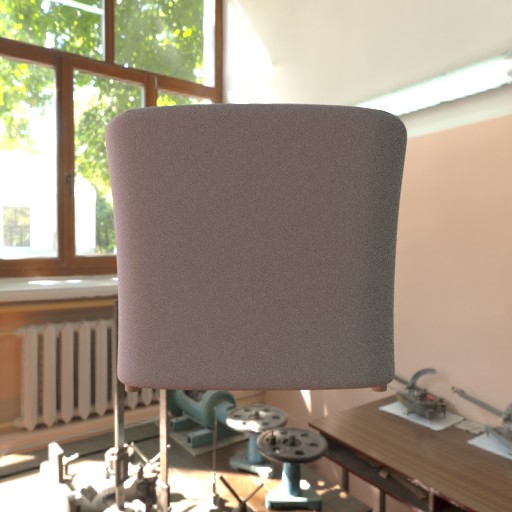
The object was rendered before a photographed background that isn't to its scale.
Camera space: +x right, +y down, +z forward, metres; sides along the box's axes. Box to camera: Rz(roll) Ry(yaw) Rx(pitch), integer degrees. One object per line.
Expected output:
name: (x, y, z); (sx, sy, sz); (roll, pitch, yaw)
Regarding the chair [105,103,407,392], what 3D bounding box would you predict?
chair: (0.000, 0.000, 1.353); (0.790, 0.720, 0.700); (0, 1, 0)
